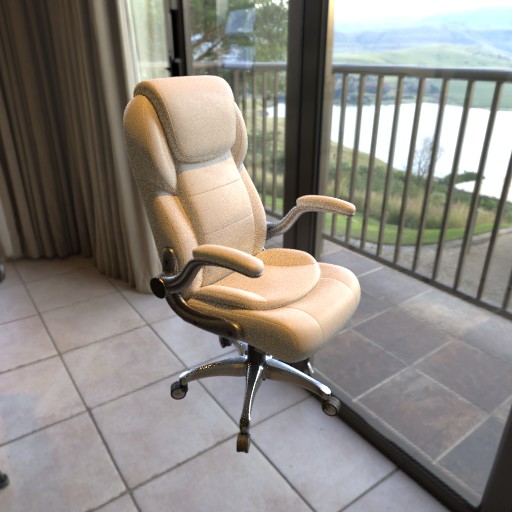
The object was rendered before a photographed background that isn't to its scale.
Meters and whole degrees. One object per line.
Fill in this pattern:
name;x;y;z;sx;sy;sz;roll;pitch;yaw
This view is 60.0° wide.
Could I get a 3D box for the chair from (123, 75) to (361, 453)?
chair;0.000;0.000;1.796;0.806;1.330;0.755;17;30;32
